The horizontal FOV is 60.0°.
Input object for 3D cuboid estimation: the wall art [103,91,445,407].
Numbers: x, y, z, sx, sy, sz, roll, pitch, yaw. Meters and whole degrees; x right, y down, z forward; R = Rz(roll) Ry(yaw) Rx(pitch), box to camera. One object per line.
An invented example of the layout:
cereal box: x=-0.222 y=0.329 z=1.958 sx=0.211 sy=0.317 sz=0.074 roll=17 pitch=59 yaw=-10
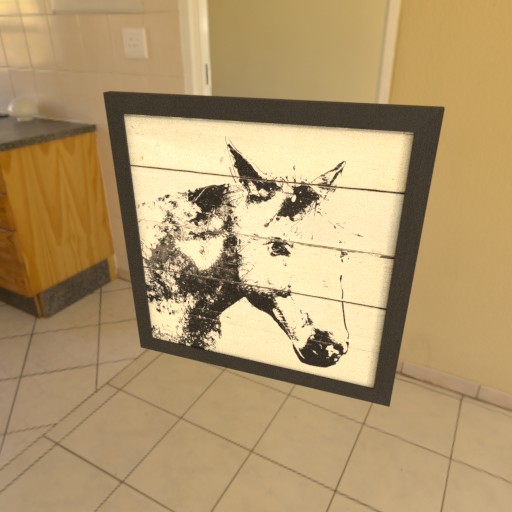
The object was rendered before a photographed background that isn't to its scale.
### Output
wall art: x=0.000 y=0.000 z=1.507 sx=1.016 sy=1.016 sz=0.038 roll=9 pitch=28 yaw=17
